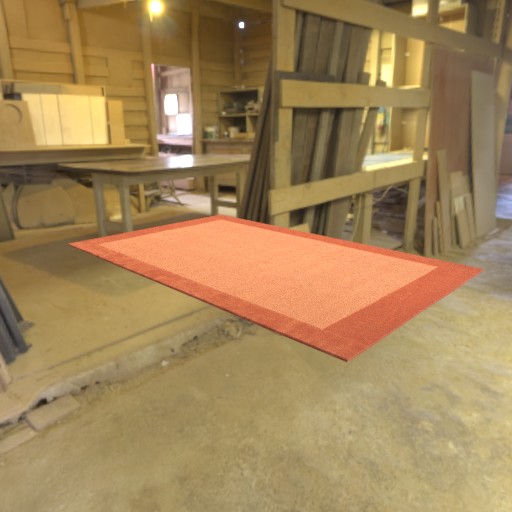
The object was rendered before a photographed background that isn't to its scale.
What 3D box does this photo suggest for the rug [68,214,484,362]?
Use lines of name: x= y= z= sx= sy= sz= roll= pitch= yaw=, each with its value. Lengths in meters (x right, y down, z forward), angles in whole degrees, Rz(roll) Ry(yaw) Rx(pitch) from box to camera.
rug: x=0.000 y=0.000 z=3.019 sx=2.438 sy=0.014 sz=1.524 roll=16 pitch=23 yaw=42
